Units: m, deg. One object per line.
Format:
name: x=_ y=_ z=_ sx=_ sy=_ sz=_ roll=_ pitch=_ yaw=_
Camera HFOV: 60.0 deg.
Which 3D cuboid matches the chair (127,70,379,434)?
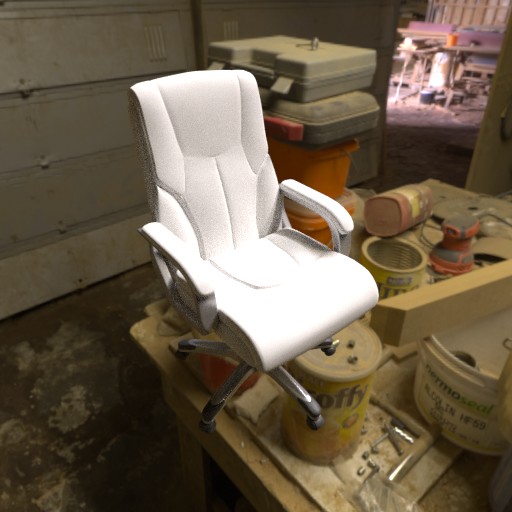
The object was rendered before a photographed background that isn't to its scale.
chair: x=0.000 y=0.000 z=1.547 sx=0.687 sy=1.120 sz=0.738 roll=-23 pitch=38 yaw=-32
